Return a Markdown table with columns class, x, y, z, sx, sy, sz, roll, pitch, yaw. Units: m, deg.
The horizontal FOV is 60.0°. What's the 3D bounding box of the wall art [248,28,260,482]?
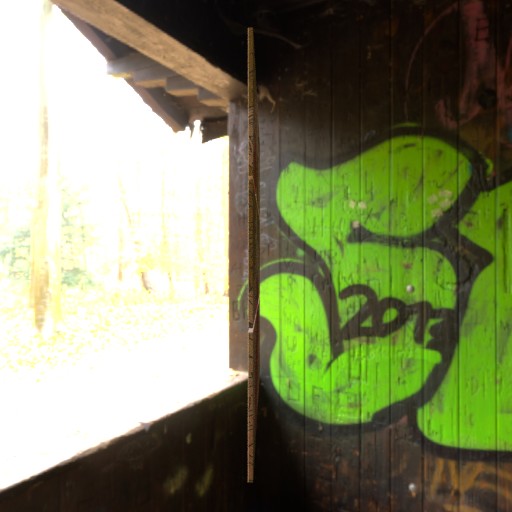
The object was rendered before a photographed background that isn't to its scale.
| class | x | y | z | sx | sy | sz | roll | pitch | yaw |
| --- | --- | --- | --- | --- | --- | --- | --- | --- | --- |
| wall art | 0.000 | 0.000 | 1.790 | 0.013 | 1.218 | 1.206 | 0 | -1 | 1 |
